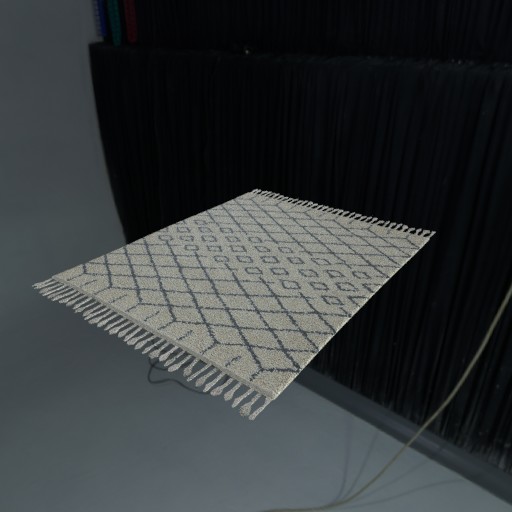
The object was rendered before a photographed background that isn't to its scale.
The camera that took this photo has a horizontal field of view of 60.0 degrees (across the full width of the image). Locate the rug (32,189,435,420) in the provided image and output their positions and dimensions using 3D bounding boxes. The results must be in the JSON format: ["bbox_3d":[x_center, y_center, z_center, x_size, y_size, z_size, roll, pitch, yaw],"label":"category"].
[{"bbox_3d":[0.000,0.000,4.235,2.388,0.030,3.213,19,33,32],"label":"rug"}]
